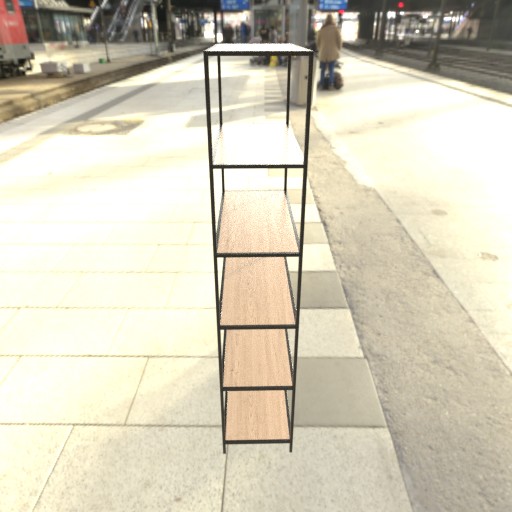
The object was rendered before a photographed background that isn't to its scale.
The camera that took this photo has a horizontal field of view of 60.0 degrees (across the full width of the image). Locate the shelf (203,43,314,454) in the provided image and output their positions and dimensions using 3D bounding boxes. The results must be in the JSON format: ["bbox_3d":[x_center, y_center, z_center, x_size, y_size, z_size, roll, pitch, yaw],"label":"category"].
[{"bbox_3d":[0.000,0.000,2.165,0.350,1.850,0.770,-1,27,-1],"label":"shelf"}]
